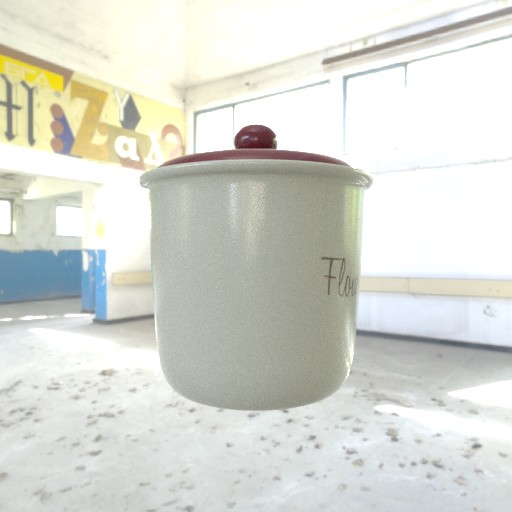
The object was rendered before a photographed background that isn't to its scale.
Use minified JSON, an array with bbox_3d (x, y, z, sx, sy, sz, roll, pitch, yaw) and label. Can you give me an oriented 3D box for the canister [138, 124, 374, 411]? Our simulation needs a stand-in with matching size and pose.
[{"bbox_3d":[0.000,0.000,0.355,0.182,0.208,0.182,0,1,0],"label":"canister"}]
